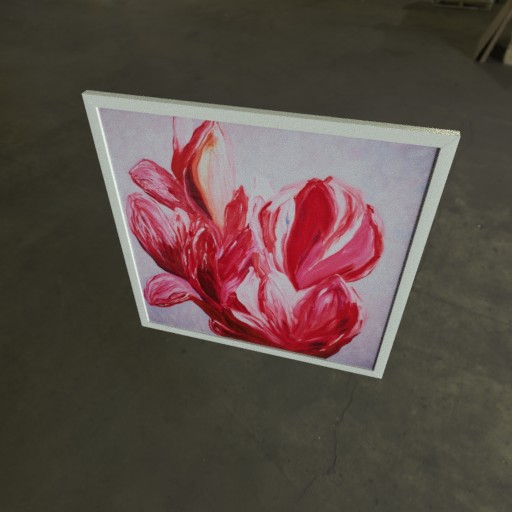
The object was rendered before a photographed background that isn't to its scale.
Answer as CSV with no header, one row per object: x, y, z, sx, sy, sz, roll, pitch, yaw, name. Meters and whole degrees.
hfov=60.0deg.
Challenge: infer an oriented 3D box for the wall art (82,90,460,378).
0.000,0.000,1.188,0.805,0.803,0.022,10,42,11,wall art
